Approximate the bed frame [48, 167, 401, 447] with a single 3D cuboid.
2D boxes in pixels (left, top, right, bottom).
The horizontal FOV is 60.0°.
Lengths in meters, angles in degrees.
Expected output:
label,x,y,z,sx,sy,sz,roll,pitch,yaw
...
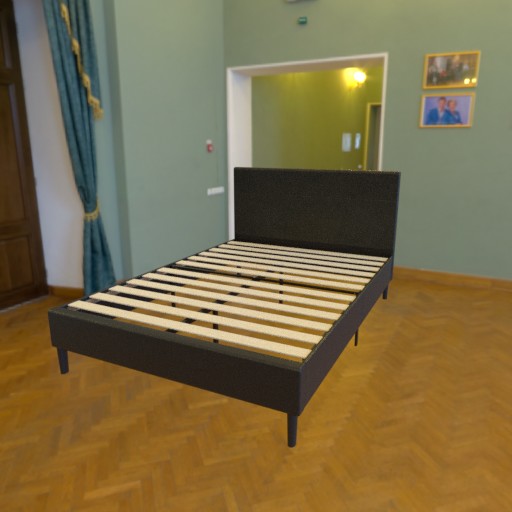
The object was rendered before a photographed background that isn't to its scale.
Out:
label,x,y,z,sx,sy,sz,roll,pitch,yaw
bed frame,0.000,0.000,2.985,1.469,1.046,2.152,7,16,26
